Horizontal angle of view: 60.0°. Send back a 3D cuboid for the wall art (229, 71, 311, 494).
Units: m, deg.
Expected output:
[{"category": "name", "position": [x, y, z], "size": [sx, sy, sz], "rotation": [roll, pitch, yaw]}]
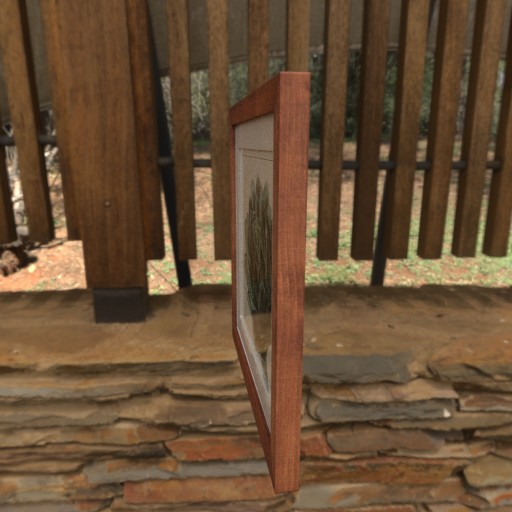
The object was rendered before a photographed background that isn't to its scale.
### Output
[{"category": "wall art", "position": [0.000, 0.000, 0.840], "size": [0.037, 0.572, 0.554], "rotation": [-2, 14, -9]}]
